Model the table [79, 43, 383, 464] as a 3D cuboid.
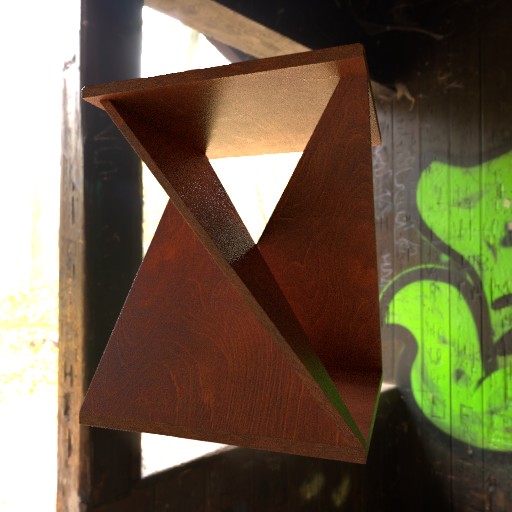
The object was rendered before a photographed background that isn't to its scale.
[{"bbox_3d":[0.000,0.000,0.817,0.427,0.520,0.427,0,-1,19],"label":"table"}]
